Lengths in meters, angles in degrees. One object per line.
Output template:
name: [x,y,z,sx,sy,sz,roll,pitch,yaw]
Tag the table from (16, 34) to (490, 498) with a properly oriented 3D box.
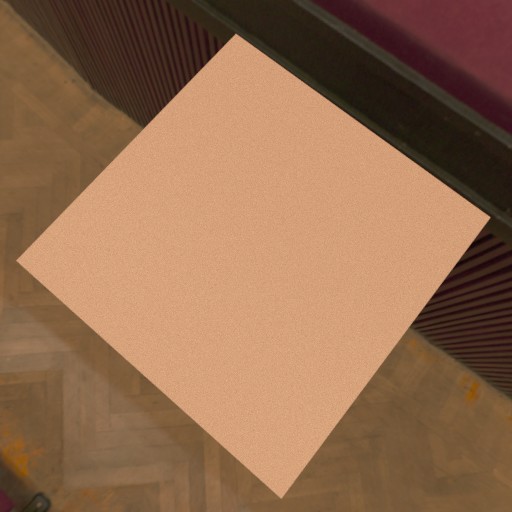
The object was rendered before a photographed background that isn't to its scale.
table: [0.000,0.000,1.032,0.670,0.305,0.670,39,80,8]
